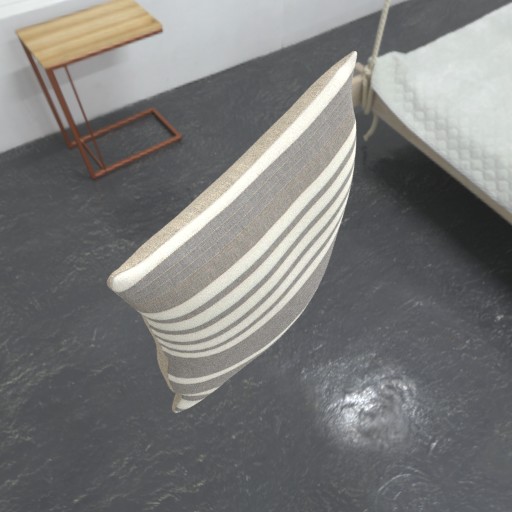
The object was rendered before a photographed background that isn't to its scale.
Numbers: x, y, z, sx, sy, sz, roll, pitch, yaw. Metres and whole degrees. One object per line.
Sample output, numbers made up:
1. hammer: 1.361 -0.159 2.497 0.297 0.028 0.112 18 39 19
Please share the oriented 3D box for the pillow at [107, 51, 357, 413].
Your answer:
1. pillow: 0.000 0.000 0.651 0.182 0.440 0.439 32 63 19
